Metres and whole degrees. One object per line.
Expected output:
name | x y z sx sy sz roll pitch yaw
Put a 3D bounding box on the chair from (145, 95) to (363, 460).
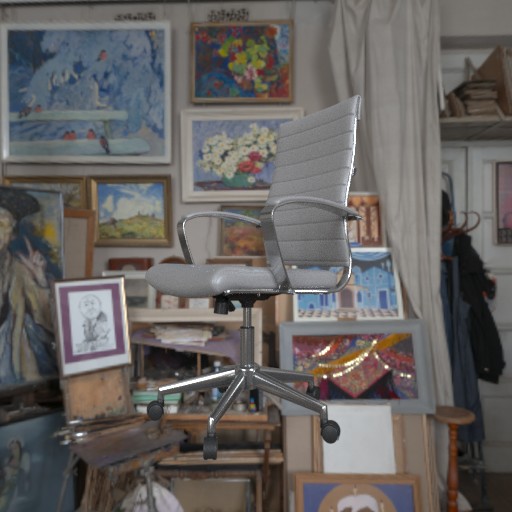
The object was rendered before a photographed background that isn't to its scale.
chair | 0.000 0.000 1.582 0.667 1.149 0.679 0 0 -36
